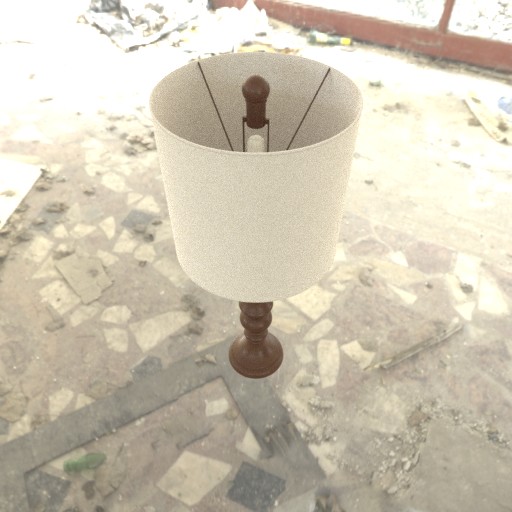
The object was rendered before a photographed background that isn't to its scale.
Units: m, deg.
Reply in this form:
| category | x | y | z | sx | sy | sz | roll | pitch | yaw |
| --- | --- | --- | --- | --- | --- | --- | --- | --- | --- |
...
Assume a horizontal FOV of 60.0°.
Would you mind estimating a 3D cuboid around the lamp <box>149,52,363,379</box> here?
| category | x | y | z | sx | sy | sz | roll | pitch | yaw |
| --- | --- | --- | --- | --- | --- | --- | --- | --- | --- |
| lamp | 0.000 | 0.000 | 0.723 | 0.250 | 0.597 | 0.250 | -30 | 53 | -26 |
